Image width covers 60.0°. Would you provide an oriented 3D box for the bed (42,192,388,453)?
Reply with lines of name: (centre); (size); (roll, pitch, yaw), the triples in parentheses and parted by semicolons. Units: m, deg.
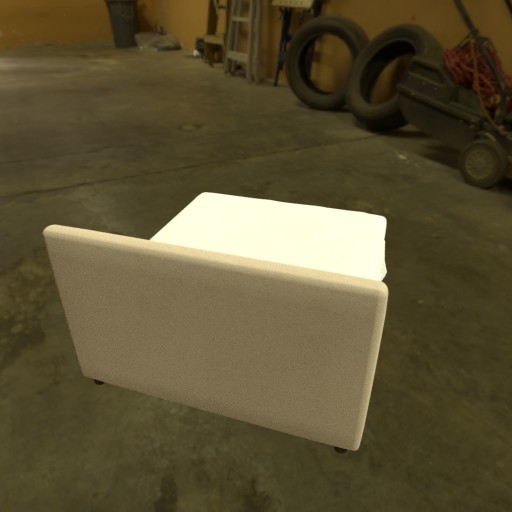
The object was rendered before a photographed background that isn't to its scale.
bed: (0.000, 0.000, 3.653); (2.119, 1.317, 2.319); (10, 32, 16)
